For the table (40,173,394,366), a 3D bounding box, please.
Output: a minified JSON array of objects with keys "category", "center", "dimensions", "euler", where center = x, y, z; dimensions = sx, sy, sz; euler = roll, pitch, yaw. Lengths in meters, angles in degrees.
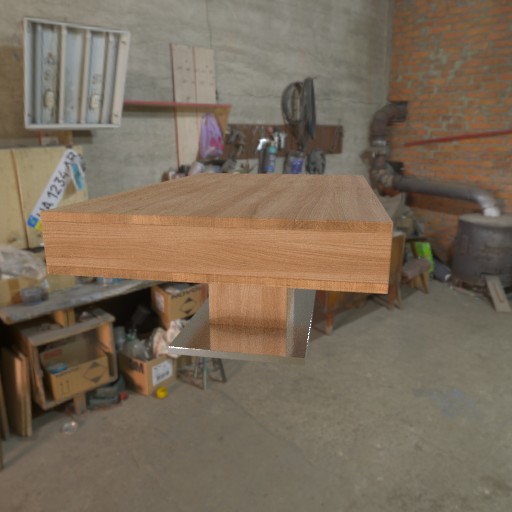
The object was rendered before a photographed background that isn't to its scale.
[{"category":"table","center":[0.000,0.000,1.426],"dimensions":[0.700,0.440,1.100],"euler":[3,15,10]}]
